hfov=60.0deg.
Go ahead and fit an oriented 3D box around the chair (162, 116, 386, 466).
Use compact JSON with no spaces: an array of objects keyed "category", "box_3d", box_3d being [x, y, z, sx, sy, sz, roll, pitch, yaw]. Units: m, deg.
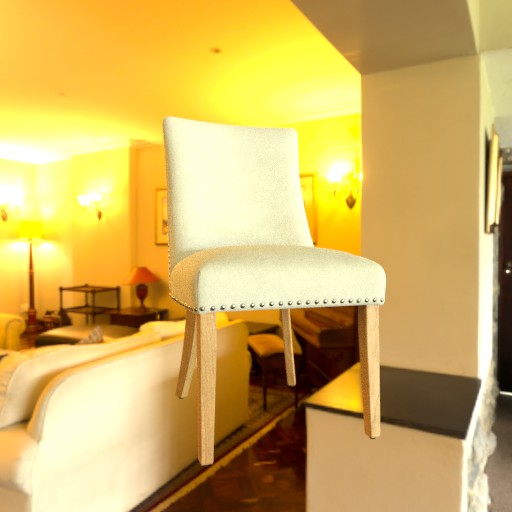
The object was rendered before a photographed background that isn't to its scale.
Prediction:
[{"category":"chair","box_3d":[0.000,0.000,1.290,0.495,0.902,0.610,0,1,-19]}]
